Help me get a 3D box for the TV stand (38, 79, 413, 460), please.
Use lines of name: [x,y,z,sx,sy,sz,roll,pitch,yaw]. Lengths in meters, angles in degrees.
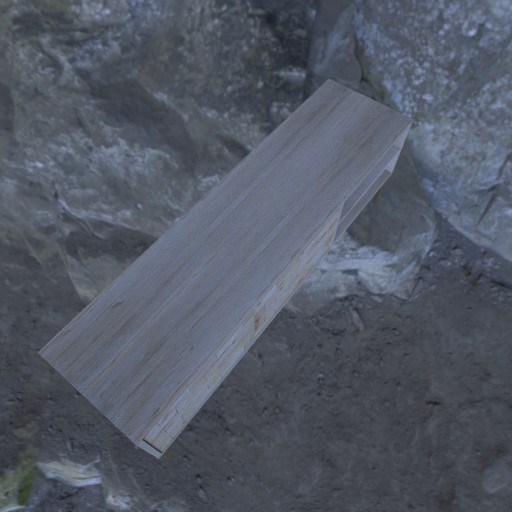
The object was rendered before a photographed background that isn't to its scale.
TV stand: [0.000,0.000,1.829,0.420,0.550,1.600,34,65,18]
